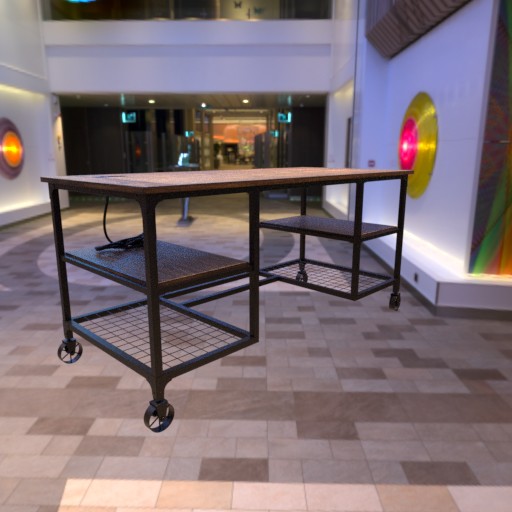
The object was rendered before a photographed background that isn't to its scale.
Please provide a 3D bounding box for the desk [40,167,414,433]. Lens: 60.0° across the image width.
[{"bbox_3d":[0.000,0.000,2.030,0.711,0.751,1.590,13,18,43],"label":"desk"}]
